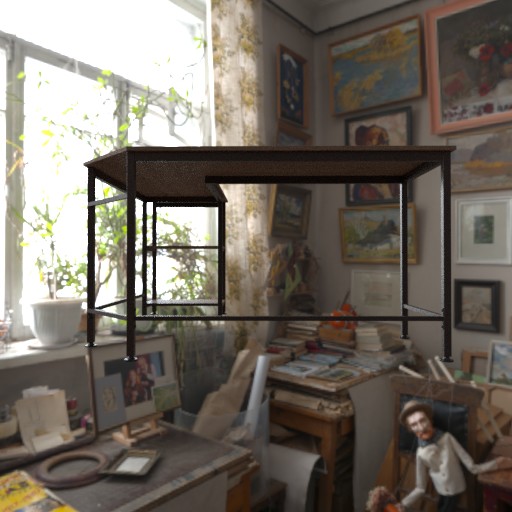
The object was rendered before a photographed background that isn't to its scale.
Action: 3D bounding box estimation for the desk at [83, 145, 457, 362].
[{"bbox_3d":[0.000,0.000,2.203,1.379,0.739,1.379,0,-1,0],"label":"desk"}]
